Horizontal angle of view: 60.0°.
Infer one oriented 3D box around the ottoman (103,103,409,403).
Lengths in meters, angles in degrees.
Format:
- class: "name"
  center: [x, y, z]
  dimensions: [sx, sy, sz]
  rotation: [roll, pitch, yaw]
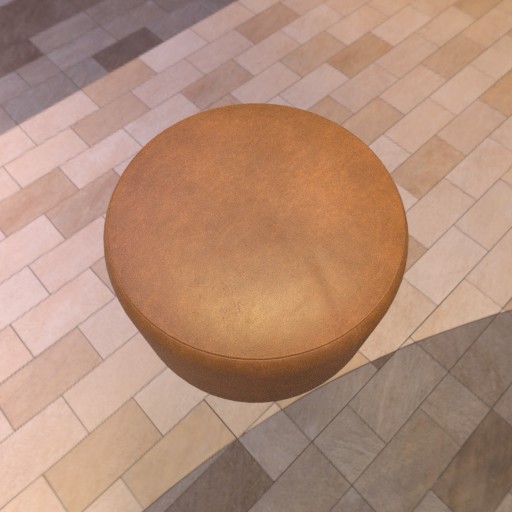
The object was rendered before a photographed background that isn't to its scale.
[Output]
- class: "ottoman"
  center: [0.000, 0.000, 1.017]
  dimensions: [0.607, 0.438, 0.607]
  rotation: [0, 63, 0]
